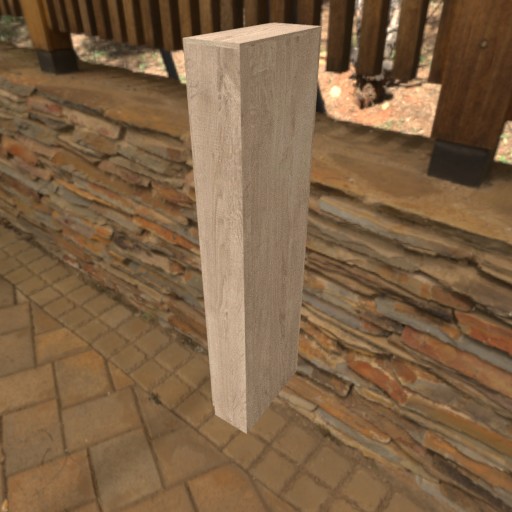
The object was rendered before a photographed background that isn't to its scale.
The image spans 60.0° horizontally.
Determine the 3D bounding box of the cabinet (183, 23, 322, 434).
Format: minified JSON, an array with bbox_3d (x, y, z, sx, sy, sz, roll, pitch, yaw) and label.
[{"bbox_3d":[0.000,0.000,1.967,0.230,1.790,0.500,21,39,28],"label":"cabinet"}]
